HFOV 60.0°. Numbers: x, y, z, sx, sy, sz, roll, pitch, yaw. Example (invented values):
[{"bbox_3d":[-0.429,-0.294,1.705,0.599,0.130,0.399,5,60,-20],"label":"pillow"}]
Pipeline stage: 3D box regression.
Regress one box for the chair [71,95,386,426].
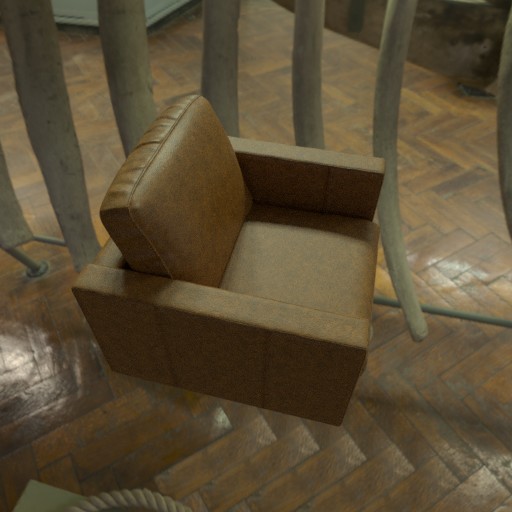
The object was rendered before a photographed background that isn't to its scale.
[{"bbox_3d":[0.000,0.000,1.672,0.909,0.956,0.890,11,49,10],"label":"chair"}]
